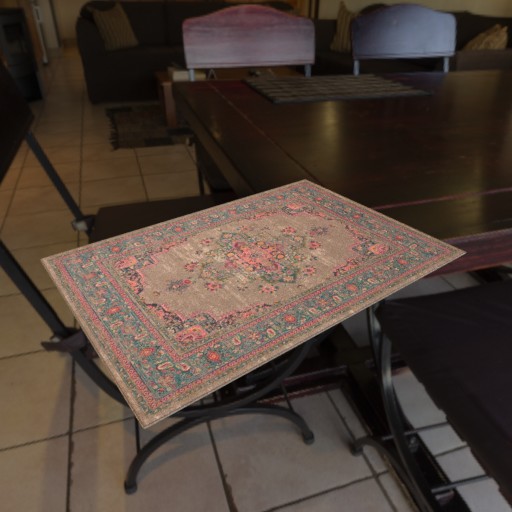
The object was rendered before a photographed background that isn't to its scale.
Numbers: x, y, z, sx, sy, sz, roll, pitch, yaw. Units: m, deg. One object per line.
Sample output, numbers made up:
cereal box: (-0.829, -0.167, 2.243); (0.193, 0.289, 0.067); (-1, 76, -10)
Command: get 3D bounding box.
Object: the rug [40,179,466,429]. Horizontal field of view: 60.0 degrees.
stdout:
rug: (0.000, 0.000, 3.650); (2.890, 0.013, 2.005); (-21, 37, -30)
